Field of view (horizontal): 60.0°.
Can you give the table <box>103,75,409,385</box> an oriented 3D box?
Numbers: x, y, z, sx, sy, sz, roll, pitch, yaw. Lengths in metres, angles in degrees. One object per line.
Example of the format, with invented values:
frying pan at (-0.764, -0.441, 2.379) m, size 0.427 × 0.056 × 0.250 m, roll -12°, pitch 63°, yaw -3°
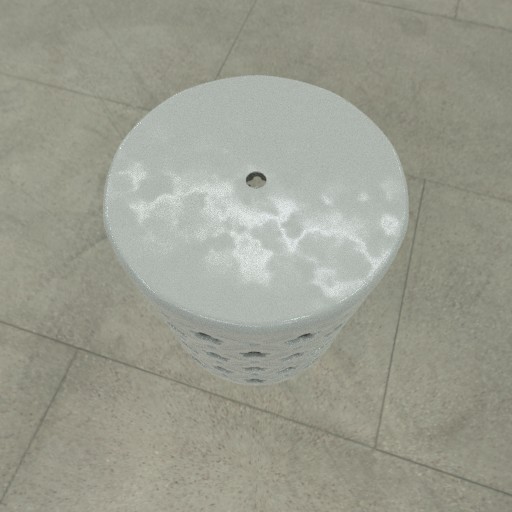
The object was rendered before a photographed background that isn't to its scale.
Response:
table at (0.000, 0.000, 0.674) m, size 0.352 × 0.387 × 0.352 m, roll 0°, pitch 63°, yaw 0°
